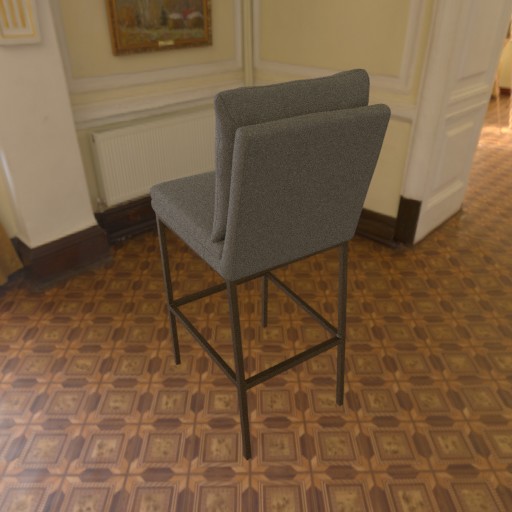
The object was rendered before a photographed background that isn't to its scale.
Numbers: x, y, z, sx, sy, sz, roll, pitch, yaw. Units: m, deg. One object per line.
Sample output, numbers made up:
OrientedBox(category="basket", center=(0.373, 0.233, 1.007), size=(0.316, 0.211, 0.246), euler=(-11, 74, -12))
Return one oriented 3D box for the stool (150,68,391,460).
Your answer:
OrientedBox(category="stool", center=(0.000, 0.000, 1.428), size=(0.463, 1.132, 0.569), euler=(-18, 35, -28))
